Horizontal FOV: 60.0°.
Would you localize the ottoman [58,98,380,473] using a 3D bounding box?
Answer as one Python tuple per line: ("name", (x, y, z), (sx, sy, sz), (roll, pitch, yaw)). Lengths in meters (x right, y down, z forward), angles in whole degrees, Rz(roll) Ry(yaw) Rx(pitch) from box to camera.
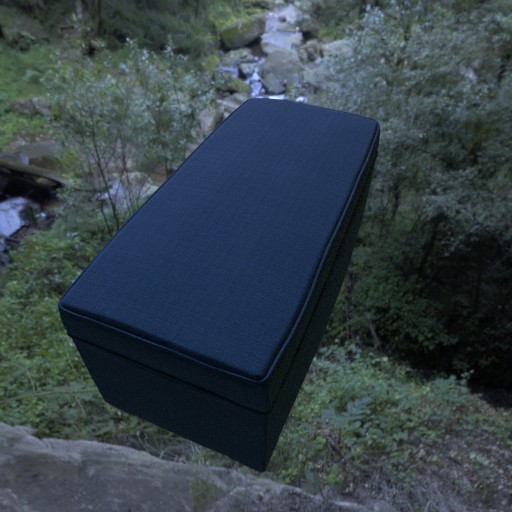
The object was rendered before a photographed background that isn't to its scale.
("ottoman", (0.000, 0.000, 1.219), (0.474, 0.474, 0.943), (17, 48, 16))
